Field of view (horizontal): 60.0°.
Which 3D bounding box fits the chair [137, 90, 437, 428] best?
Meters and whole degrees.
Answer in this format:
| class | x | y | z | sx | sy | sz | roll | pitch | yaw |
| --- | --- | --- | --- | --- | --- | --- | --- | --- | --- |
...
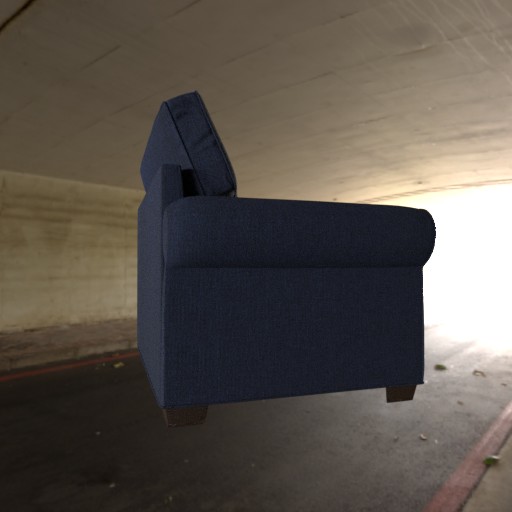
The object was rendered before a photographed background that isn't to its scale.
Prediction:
| class | x | y | z | sx | sy | sz | roll | pitch | yaw |
| --- | --- | --- | --- | --- | --- | --- | --- | --- | --- |
| chair | 0.000 | 0.000 | 1.971 | 0.963 | 1.044 | 1.285 | 0 | -1 | -18 |
